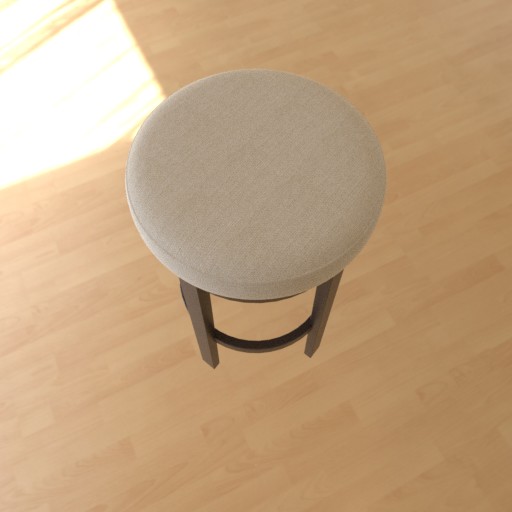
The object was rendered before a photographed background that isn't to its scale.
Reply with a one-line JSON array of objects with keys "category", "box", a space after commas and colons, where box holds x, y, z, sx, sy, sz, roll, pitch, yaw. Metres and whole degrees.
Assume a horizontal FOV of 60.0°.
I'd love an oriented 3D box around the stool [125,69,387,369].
[{"category": "stool", "box": [0.000, 0.000, 1.032, 0.446, 0.758, 0.446, 0, 65, 0]}]
